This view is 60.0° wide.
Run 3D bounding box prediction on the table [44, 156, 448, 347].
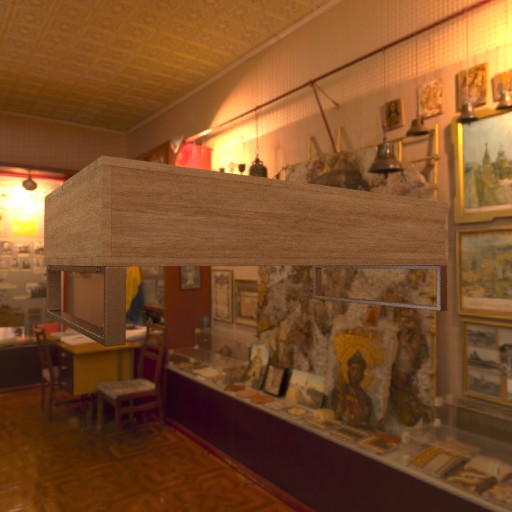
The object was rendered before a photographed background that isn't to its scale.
[{"bbox_3d":[0.000,0.000,1.368,1.100,0.350,0.600,1,-1,-35],"label":"table"}]
